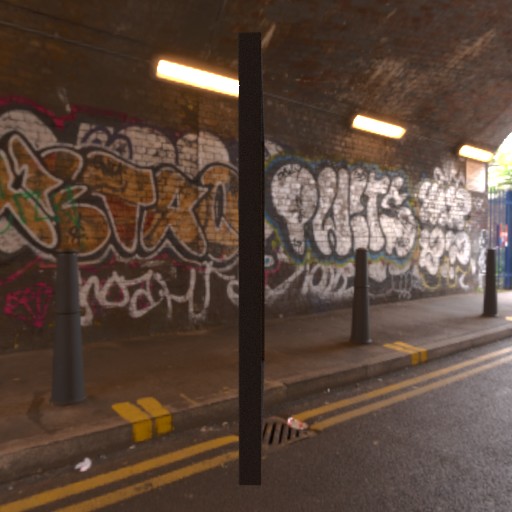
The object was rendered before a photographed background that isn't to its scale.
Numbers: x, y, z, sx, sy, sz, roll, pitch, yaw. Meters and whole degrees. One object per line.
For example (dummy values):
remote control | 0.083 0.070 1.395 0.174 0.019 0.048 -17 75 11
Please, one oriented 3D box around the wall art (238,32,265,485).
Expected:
wall art | 0.000 0.000 1.125 0.038 0.762 0.762 0 1 2
